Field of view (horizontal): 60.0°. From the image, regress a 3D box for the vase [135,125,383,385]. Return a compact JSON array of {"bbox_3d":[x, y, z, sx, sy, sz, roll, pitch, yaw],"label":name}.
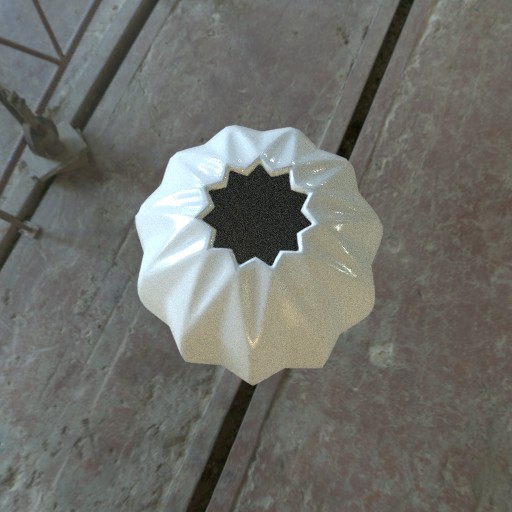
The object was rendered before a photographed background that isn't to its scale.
[{"bbox_3d":[0.000,0.000,0.247,0.139,0.134,0.139,0,75,0],"label":"vase"}]
